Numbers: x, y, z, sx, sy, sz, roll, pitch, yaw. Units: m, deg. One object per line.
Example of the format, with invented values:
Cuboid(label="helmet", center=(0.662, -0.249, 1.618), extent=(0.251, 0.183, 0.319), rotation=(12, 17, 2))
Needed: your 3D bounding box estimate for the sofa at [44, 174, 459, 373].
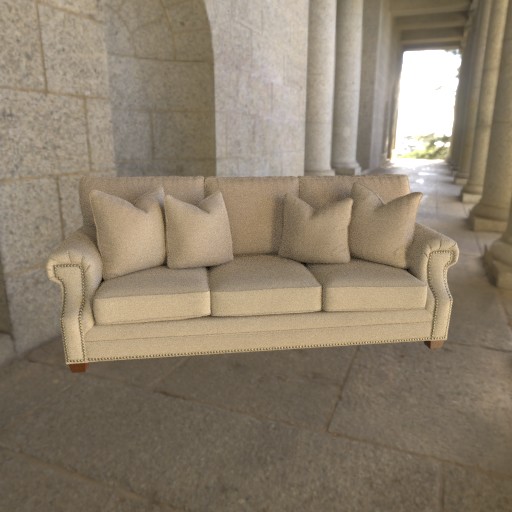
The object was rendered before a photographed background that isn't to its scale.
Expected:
Cuboid(label="sofa", center=(0.000, 0.000, 2.789), extent=(2.312, 0.975, 0.965), rotation=(-2, 16, -7))
